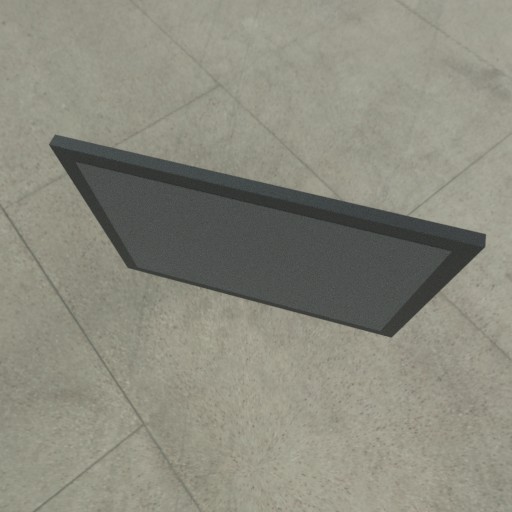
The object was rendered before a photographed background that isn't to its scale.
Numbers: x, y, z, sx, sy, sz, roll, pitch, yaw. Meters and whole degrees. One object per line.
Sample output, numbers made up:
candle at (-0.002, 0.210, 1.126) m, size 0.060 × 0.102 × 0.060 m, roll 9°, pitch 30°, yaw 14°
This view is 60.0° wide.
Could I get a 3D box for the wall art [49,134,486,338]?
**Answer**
wall art at (0.000, 0.000, 0.564) m, size 0.432 × 0.306 × 0.016 m, roll 14°, pitch 65°, yaw 7°
